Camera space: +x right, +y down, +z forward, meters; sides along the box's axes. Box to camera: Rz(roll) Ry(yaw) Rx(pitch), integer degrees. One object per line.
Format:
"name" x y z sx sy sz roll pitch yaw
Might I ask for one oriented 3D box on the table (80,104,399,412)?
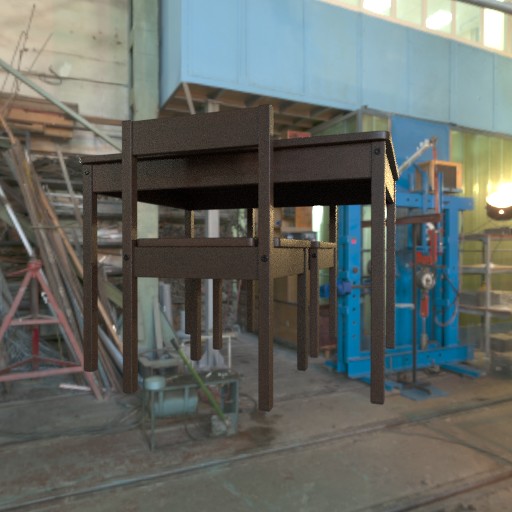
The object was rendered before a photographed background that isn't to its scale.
"table" 0.000 0.000 1.083 0.650 0.503 0.672 0 1 20
